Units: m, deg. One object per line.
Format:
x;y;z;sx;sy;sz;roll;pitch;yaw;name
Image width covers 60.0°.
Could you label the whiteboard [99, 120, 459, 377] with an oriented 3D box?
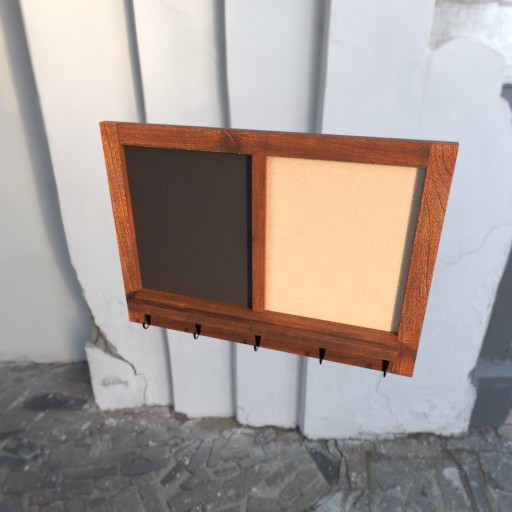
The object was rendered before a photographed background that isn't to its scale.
0.000;0.000;1.022;0.768;0.553;0.083;8;28;16;whiteboard
